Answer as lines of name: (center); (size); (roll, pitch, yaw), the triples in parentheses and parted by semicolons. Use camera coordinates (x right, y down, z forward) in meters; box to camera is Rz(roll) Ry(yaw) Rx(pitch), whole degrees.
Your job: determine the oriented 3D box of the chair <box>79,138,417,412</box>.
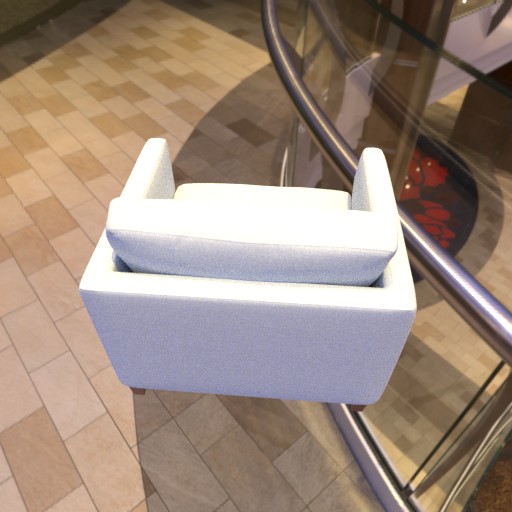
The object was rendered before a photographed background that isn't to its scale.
chair: (0.000, 0.000, 1.898); (1.107, 0.961, 0.953); (3, 46, 3)
